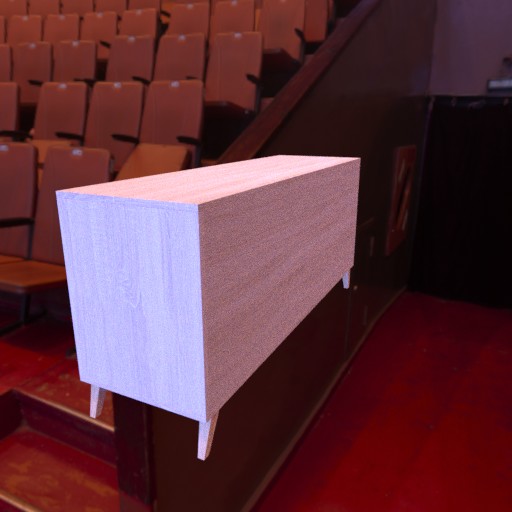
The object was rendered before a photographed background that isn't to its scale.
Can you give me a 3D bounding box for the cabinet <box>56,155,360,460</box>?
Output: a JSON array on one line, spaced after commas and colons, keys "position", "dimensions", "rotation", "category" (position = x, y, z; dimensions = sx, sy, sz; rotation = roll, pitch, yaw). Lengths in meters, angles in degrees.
[{"position": [0.000, 0.000, 2.021], "dimensions": [0.500, 0.780, 1.649], "rotation": [8, 19, 25], "category": "cabinet"}]
